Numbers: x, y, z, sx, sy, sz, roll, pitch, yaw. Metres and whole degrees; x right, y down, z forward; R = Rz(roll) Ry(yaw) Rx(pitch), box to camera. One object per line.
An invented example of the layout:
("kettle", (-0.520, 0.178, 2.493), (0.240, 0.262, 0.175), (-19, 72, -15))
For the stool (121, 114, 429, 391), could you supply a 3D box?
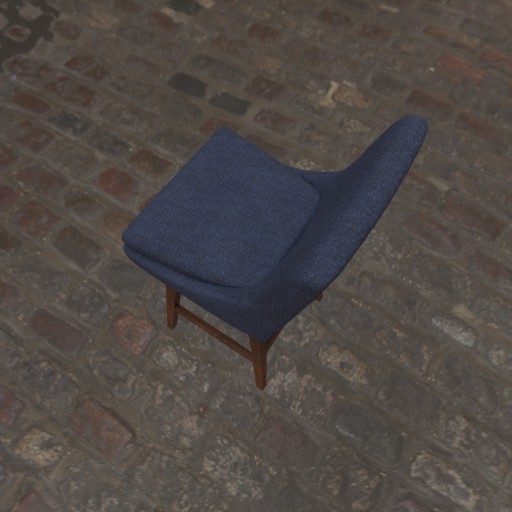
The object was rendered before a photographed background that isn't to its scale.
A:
("stool", (0.000, 0.000, 1.323), (0.572, 1.068, 0.489), (31, 67, 15))
